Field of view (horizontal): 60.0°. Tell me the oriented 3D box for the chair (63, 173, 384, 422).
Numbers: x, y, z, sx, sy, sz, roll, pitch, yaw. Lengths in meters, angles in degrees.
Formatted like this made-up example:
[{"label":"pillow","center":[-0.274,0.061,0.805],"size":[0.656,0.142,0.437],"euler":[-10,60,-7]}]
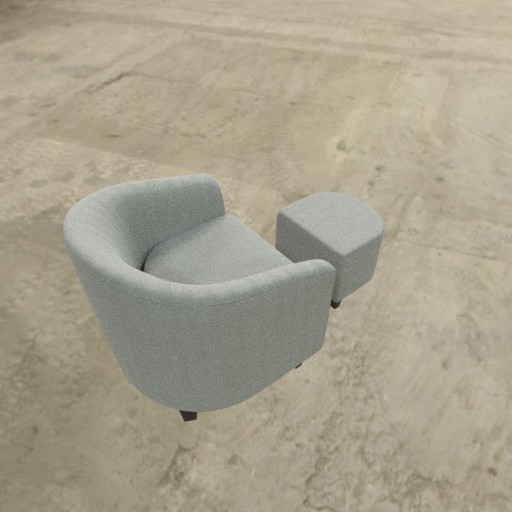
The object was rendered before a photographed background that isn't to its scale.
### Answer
[{"label":"chair","center":[0.000,0.000,1.744],"size":[1.288,0.757,0.756],"euler":[-27,48,-28]}]
